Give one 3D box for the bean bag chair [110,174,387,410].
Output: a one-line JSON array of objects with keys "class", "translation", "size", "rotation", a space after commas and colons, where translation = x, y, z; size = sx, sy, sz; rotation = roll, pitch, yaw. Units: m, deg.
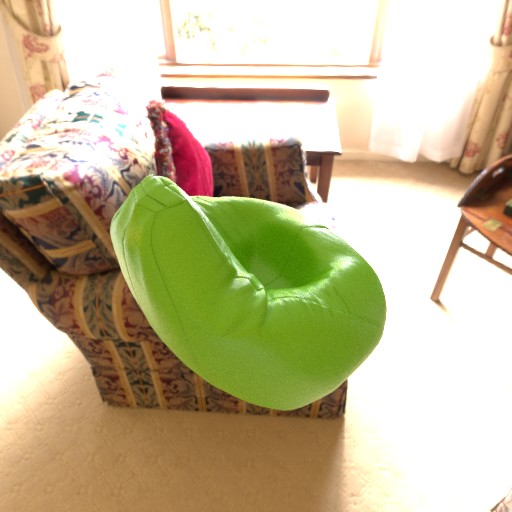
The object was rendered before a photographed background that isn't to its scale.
[{"class": "bean bag chair", "translation": [0.000, 0.000, 1.870], "size": [1.070, 0.990, 1.070], "rotation": [-26, 48, -26]}]
